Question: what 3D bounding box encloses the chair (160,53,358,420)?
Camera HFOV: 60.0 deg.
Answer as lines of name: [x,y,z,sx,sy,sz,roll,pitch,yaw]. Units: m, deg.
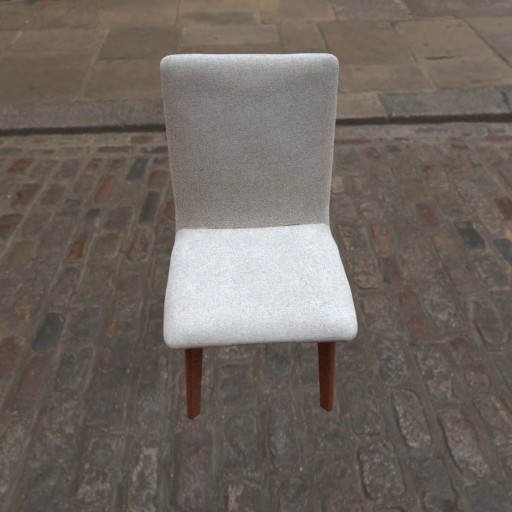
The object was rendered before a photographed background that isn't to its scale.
chair: [0.000,0.000,1.308,0.522,0.974,0.563,-2,47,-2]
